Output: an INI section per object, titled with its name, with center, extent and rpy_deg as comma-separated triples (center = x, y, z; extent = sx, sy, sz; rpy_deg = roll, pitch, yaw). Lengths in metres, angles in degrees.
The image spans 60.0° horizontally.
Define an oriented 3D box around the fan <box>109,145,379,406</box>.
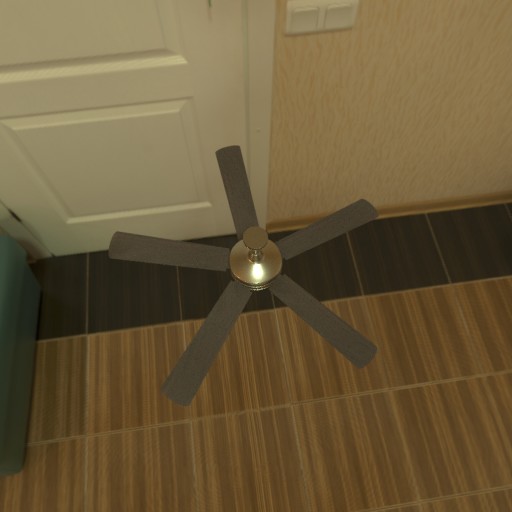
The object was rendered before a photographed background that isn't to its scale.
[fan]
center = 0.000, 0.000, 2.006
extent = 1.321, 0.356, 1.321
rpy_deg = -35, 69, -15
